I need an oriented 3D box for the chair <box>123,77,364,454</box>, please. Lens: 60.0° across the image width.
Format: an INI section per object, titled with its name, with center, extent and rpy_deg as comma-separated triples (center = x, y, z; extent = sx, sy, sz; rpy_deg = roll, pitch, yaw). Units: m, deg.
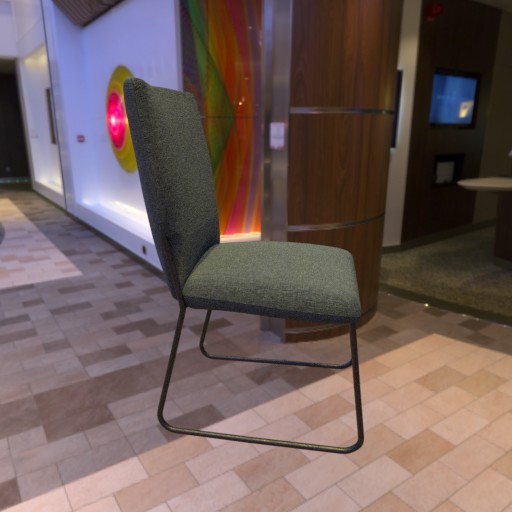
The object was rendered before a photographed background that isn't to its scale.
[chair]
center = 0.000, 0.000, 1.277
extent = 0.635, 0.931, 0.480
rpy_deg = 3, 16, 9
